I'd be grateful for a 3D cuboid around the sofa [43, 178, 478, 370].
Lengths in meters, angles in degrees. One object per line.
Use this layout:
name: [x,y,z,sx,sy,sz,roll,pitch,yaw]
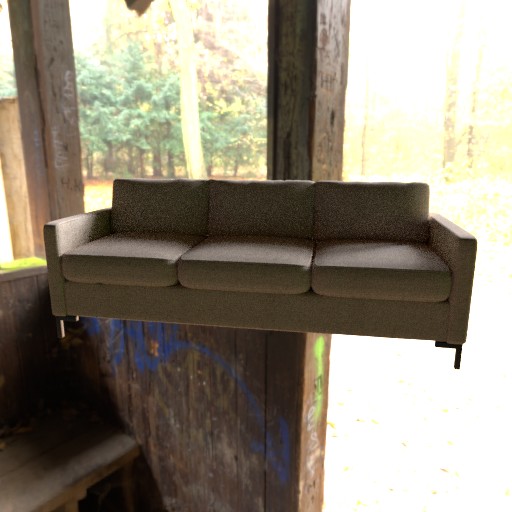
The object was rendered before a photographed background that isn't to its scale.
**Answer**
sofa: [0.000,0.000,2.643,2.218,0.874,0.859,2,14,10]
